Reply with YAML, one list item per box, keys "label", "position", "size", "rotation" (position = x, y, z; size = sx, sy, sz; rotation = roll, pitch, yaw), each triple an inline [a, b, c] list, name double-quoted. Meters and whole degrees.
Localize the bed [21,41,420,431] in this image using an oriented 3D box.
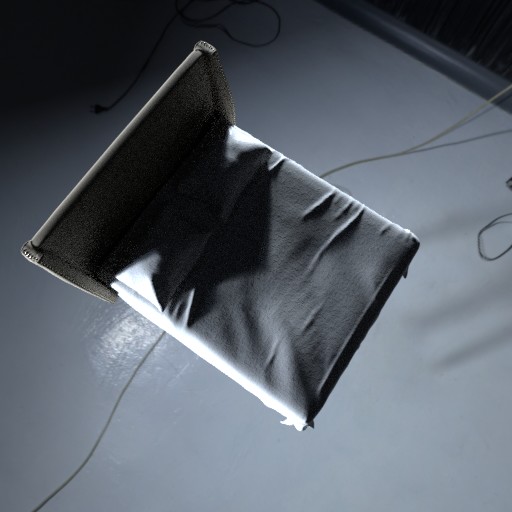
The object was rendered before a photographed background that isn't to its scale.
- label: "bed"
  position: [0.000, 0.000, 3.397]
  size: [2.276, 1.332, 1.925]
  rotation: [34, 78, 8]
